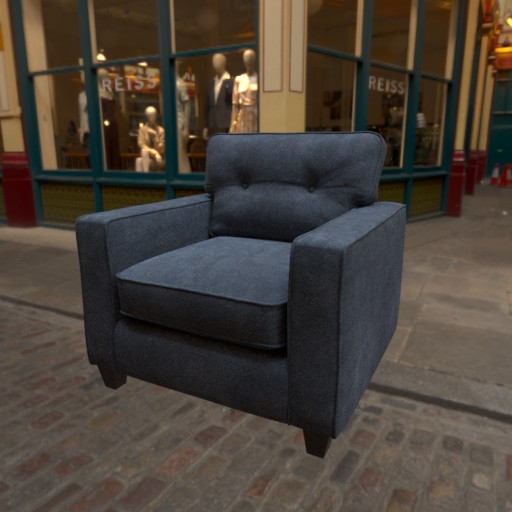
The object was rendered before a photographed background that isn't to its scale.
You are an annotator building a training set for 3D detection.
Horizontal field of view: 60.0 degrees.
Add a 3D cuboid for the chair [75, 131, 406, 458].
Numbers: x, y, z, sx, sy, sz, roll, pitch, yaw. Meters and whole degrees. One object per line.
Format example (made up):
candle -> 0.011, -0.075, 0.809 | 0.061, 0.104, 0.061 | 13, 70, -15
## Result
chair -> 0.000, 0.000, 1.768 | 1.015, 0.965, 0.939 | 7, 16, 26
